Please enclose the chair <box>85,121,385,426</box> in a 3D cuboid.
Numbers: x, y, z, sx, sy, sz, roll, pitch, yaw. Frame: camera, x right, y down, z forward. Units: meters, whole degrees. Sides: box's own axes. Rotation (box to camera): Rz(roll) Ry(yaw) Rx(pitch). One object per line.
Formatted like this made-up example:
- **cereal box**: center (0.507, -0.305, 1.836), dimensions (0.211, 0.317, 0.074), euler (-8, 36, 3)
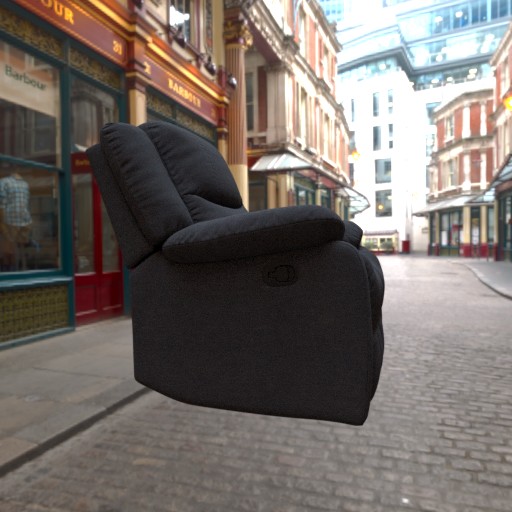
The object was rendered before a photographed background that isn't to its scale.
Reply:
- **chair**: center (0.000, 0.000, 1.705), dimensions (0.944, 1.008, 0.899), euler (0, 1, 18)
